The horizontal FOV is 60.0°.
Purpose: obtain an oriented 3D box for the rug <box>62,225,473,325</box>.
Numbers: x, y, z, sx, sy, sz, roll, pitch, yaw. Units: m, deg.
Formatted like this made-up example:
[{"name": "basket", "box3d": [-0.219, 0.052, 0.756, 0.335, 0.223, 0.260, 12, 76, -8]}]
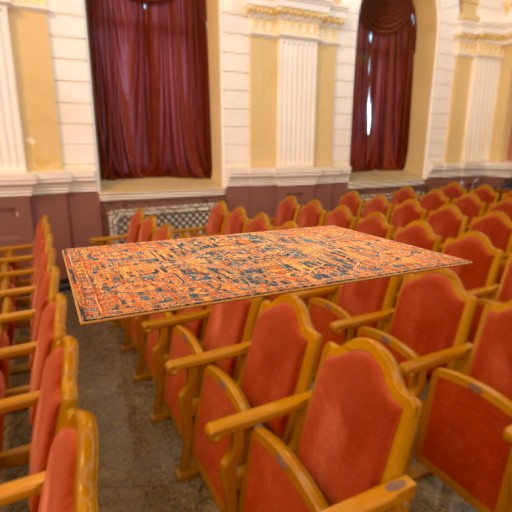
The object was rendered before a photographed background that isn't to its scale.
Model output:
[{"name": "rug", "box3d": [0.000, 0.000, 1.101, 0.863, 0.008, 0.557, -7, 15, -25]}]
